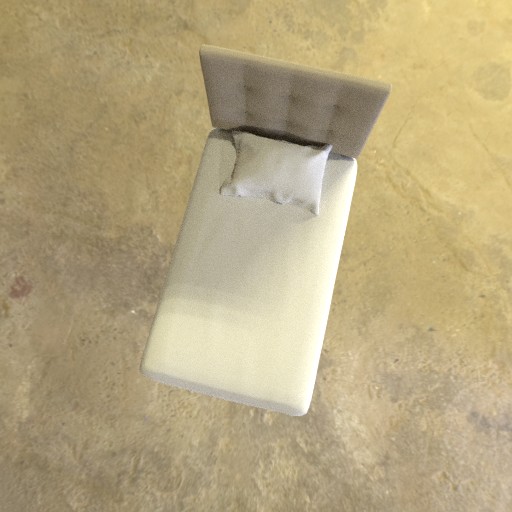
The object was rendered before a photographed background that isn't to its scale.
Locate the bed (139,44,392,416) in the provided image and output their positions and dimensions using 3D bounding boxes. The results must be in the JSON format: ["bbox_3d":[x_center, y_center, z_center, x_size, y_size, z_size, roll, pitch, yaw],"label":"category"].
[{"bbox_3d":[0.000,0.000,3.079,1.261,1.571,1.997,13,76,3],"label":"bed"}]
